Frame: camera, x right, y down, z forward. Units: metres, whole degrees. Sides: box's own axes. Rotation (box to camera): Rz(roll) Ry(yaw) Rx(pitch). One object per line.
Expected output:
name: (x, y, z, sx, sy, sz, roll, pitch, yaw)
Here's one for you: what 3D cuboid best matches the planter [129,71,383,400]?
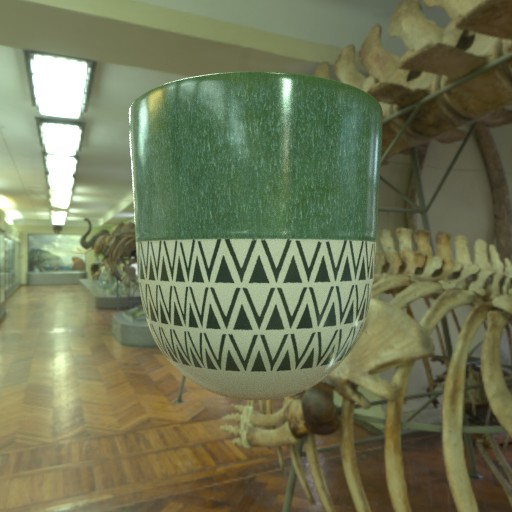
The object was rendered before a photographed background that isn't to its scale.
planter: (0.000, 0.000, 0.354, 0.195, 0.214, 0.195, 0, 0, 0)
